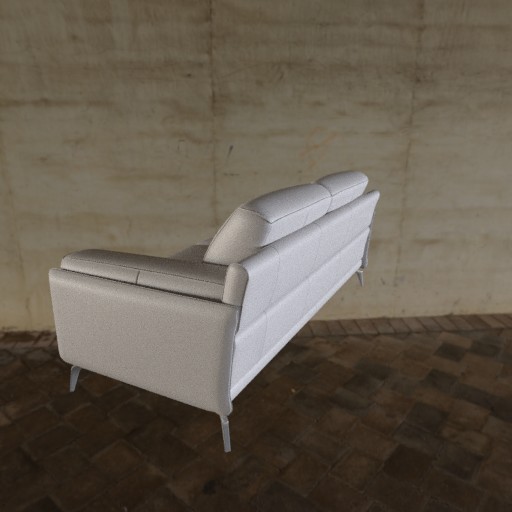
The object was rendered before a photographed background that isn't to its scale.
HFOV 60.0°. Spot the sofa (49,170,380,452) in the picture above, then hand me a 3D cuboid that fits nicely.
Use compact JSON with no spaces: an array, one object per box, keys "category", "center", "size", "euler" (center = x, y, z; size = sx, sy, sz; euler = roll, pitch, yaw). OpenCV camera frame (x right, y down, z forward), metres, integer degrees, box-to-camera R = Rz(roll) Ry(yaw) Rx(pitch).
[{"category":"sofa","center":[0.000,0.000,2.585],"size":[1.049,0.930,2.101],"euler":[8,18,26]}]
